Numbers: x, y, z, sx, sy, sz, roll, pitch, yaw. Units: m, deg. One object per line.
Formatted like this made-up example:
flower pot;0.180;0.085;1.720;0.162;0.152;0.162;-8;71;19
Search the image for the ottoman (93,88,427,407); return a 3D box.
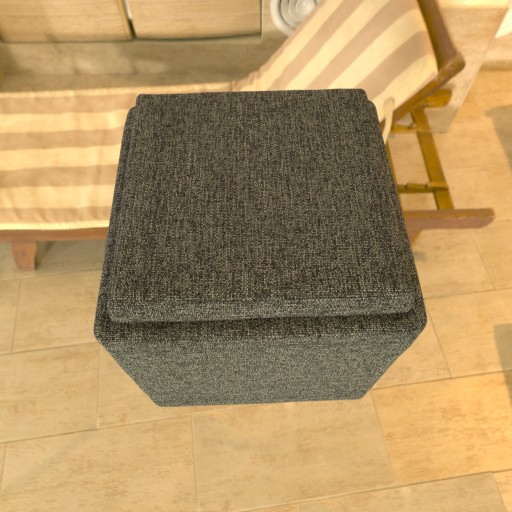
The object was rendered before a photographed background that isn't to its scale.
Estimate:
ottoman;0.000;0.000;0.833;0.450;0.463;0.450;-2;60;-1
